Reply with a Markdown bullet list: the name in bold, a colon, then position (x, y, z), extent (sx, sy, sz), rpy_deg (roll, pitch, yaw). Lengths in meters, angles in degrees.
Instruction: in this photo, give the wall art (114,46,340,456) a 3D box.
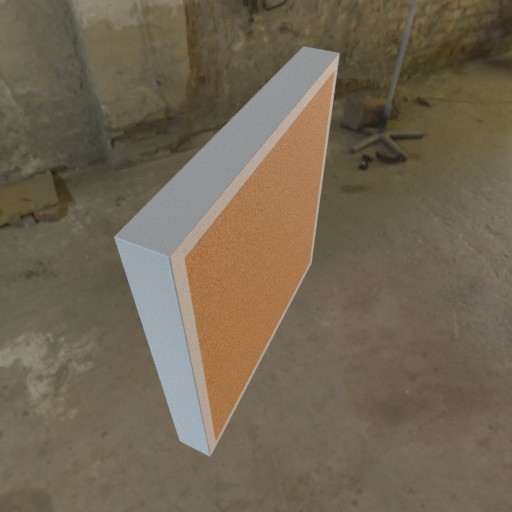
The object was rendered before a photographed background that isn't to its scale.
- **wall art**: position (0.000, 0.000, 0.455), extent (0.038, 0.305, 0.305), rpy_deg (19, 49, 17)
